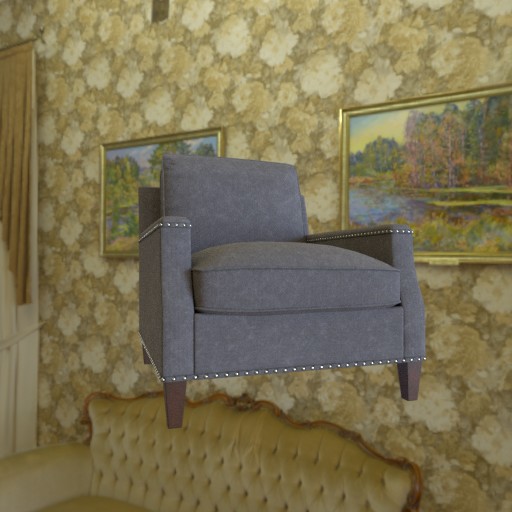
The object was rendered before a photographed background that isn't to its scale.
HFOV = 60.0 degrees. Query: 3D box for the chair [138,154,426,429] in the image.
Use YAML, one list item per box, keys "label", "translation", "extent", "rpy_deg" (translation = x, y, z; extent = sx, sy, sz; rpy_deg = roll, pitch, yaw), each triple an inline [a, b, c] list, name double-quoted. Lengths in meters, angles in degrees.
- label: "chair"
  translation: [0.000, 0.000, 1.754]
  extent: [0.853, 0.948, 1.014]
  rpy_deg: [0, -1, -19]
